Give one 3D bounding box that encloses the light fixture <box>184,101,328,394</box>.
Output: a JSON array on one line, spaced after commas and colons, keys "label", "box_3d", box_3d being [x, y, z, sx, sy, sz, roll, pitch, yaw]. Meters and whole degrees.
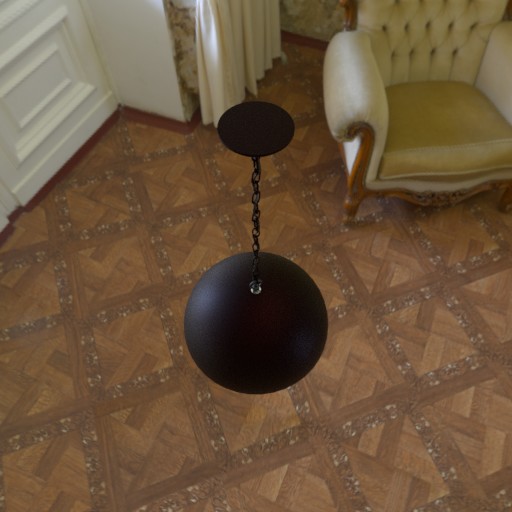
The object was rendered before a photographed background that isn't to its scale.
[{"label": "light fixture", "box_3d": [0.000, 0.000, 1.159, 0.492, 0.869, 0.492, -19, 60, -11]}]
